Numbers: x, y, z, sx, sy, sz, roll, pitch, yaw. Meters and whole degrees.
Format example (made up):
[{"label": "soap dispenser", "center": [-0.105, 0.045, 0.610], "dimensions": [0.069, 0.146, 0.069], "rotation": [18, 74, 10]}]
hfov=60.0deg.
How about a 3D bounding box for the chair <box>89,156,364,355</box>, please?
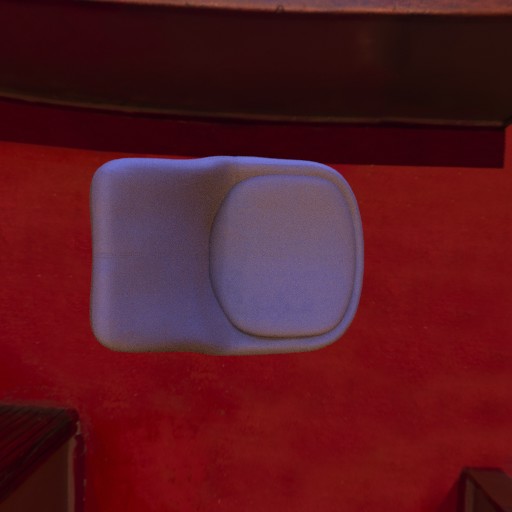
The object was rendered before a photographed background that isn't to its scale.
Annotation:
[{"label": "chair", "center": [0.000, 0.000, 1.154], "dimensions": [0.547, 0.865, 0.483], "rotation": [0, 90, 1]}]
